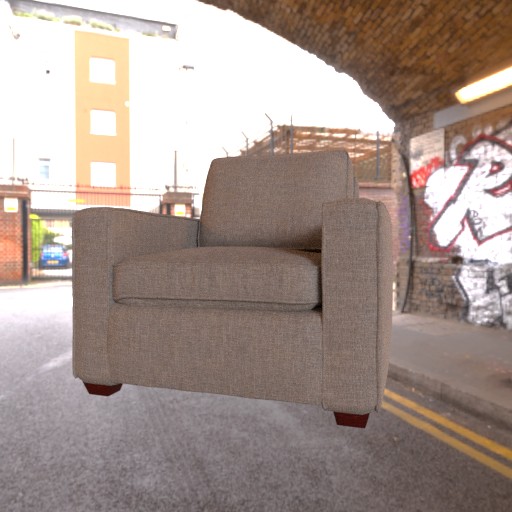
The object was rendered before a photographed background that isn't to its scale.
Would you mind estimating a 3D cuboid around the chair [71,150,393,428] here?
[{"bbox_3d":[0.000,0.000,1.729,1.016,0.914,0.940,0,1,18],"label":"chair"}]
